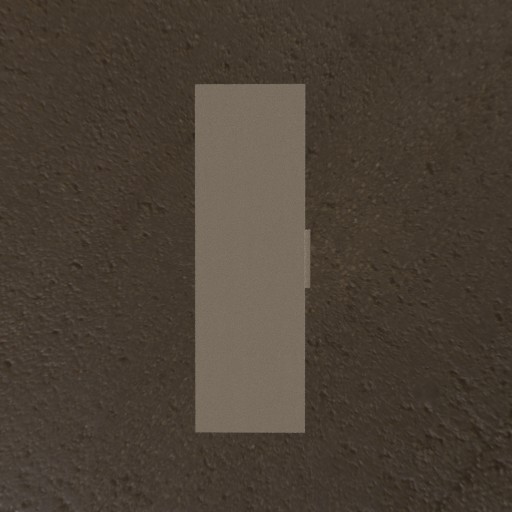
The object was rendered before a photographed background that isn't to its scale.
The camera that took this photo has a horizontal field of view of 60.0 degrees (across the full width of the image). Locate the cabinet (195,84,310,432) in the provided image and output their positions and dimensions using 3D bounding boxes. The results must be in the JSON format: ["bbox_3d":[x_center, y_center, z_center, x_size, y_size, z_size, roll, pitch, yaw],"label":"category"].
[{"bbox_3d":[0.000,0.000,1.595,0.250,1.280,0.750,0,91,1],"label":"cabinet"}]
